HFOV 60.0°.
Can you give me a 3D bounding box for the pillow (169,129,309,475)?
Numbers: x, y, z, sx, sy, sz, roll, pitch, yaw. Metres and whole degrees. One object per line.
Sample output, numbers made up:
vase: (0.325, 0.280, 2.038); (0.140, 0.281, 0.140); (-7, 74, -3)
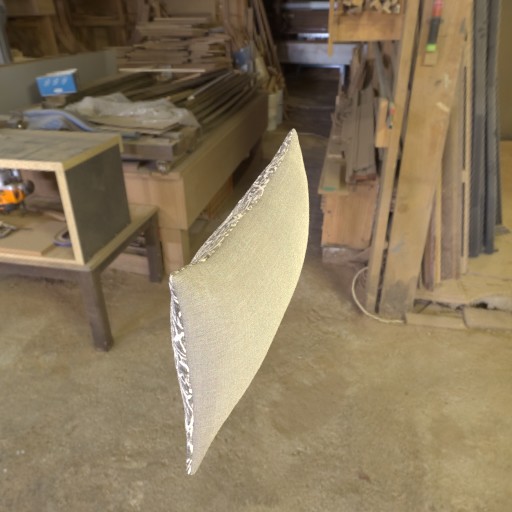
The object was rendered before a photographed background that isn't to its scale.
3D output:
pillow: (0.000, 0.000, 0.747); (0.148, 0.290, 0.631); (8, 30, 13)
